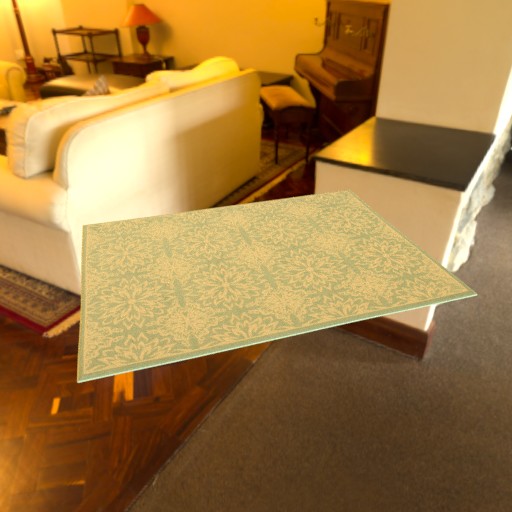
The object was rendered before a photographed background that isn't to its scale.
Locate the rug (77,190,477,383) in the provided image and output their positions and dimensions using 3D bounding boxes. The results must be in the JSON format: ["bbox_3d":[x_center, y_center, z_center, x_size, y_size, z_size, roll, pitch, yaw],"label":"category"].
[{"bbox_3d":[0.000,0.000,2.936,2.205,0.014,1.589,-9,33,-15],"label":"rug"}]
